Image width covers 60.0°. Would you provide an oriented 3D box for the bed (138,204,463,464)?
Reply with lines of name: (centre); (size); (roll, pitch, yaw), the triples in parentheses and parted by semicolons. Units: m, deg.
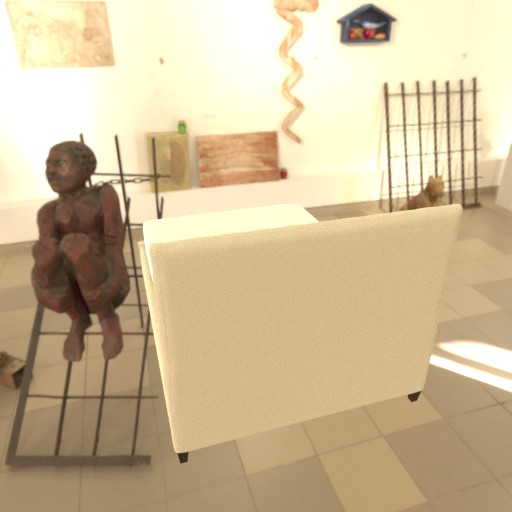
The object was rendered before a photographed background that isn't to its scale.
bed: (0.000, 0.000, 3.424); (1.696, 1.426, 2.233); (-8, 28, -16)
